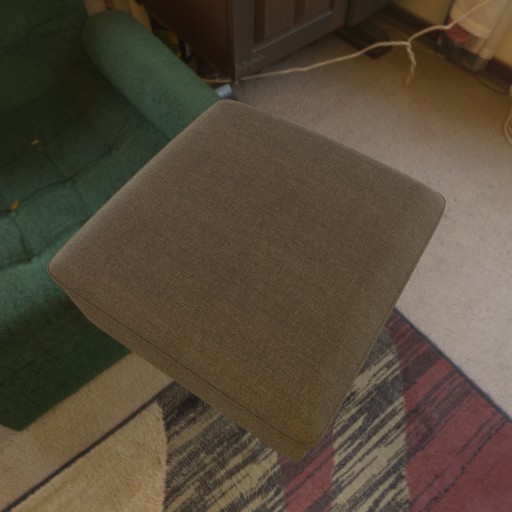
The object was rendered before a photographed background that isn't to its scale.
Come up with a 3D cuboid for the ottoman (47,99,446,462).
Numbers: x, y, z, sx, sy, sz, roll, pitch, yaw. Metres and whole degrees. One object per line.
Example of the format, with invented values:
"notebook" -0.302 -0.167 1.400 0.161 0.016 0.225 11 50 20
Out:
"ottoman" 0.000 0.000 1.716 1.067 0.559 1.067 29 63 17
